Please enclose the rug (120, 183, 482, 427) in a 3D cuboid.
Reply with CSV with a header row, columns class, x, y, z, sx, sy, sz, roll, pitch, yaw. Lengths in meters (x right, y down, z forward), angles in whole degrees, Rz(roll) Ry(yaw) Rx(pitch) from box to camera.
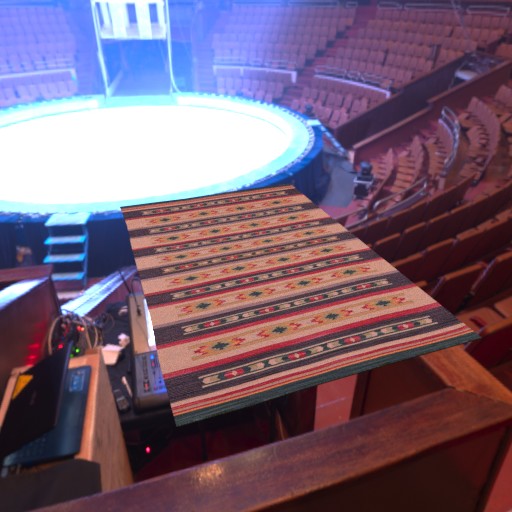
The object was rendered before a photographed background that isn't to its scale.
class,x,y,z,sx,sy,sz,roll,pitch,yaw
rug,0.000,0.000,2.895,1.522,0.010,2.311,-10,31,-18
